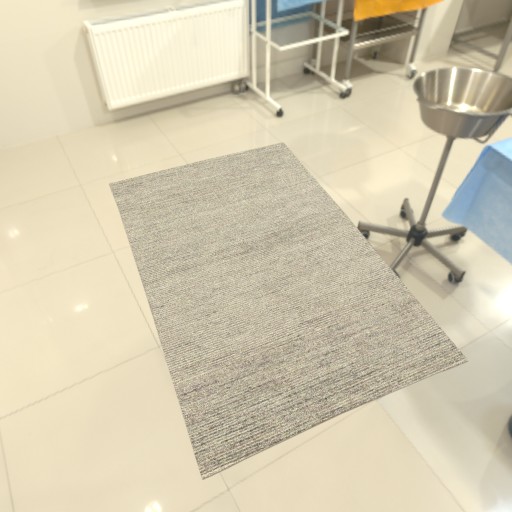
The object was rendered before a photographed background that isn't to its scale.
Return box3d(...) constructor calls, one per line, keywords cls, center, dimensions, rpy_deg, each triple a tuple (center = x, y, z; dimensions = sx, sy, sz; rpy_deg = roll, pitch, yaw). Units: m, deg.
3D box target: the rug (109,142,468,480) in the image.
box3d(cls="rug", center=(0.000, 0.000, 2.244), dimensions=(1.162, 0.022, 1.804), rpy_deg=(-17, 49, -15))
